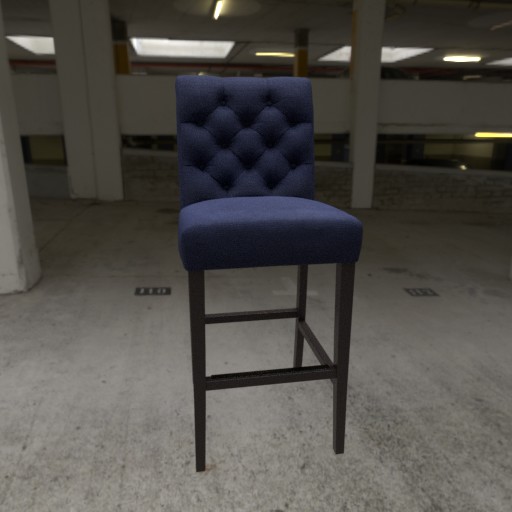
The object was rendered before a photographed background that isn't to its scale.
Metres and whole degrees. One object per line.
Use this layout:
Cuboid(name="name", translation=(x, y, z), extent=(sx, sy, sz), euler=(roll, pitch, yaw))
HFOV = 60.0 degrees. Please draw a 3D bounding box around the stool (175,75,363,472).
Cuboid(name="stool", translation=(0.000, 0.000, 1.445), extent=(0.493, 1.140, 0.601), euler=(-3, 17, -9))
